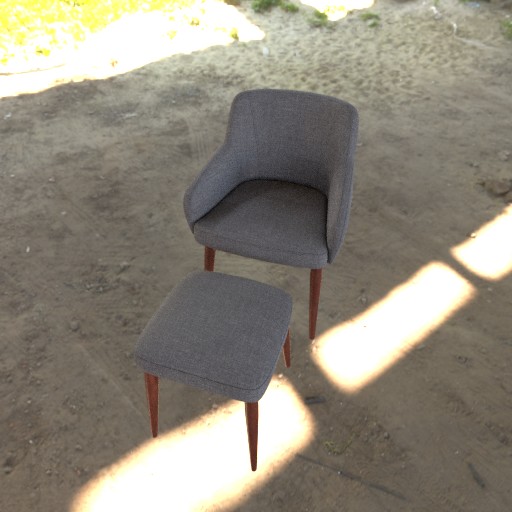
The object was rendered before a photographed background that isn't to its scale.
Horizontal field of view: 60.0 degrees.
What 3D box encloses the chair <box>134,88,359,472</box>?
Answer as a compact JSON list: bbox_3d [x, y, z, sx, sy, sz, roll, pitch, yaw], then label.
[{"bbox_3d":[0.000,0.000,1.571,0.584,0.799,1.107,12,42,14],"label":"chair"}]
